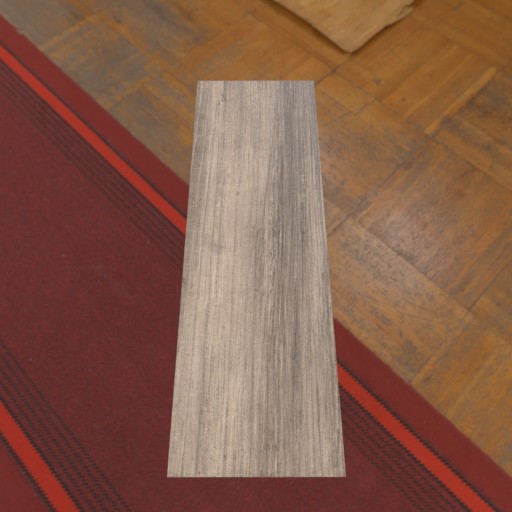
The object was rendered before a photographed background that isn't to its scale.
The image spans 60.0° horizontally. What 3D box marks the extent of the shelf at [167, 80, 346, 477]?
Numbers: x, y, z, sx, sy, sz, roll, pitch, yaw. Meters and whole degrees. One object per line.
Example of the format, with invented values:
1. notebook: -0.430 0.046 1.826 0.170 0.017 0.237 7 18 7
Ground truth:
1. shelf: 0.000 0.000 0.684 0.200 0.125 0.610 0 64 0
